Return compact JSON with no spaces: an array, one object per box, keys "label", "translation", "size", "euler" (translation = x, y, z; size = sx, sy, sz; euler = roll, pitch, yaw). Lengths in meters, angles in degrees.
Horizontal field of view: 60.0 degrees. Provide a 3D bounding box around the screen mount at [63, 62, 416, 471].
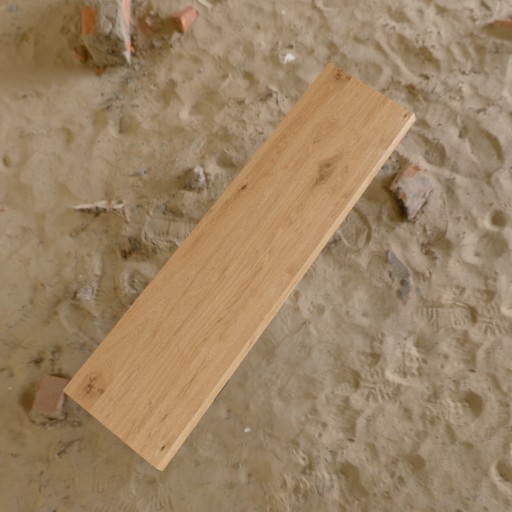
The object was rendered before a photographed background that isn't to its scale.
[{"label":"screen mount","translation":[0.000,0.000,1.921],"size":[0.450,0.430,1.700],"euler":[35,77,9]}]
